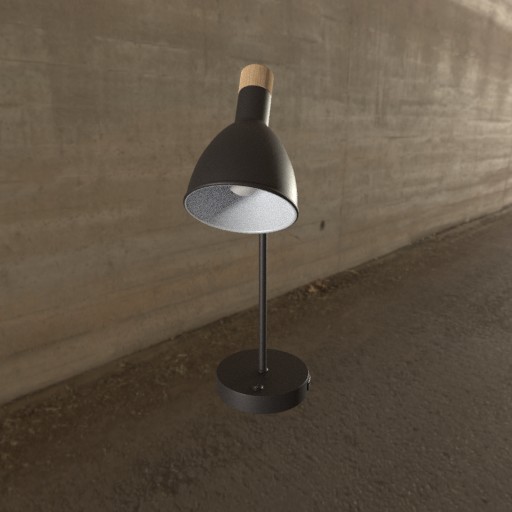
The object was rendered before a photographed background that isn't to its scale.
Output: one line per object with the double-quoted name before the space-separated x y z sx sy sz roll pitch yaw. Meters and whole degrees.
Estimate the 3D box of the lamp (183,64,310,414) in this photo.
"lamp" 0.000 0.000 0.602 0.152 0.483 0.287 3 16 10
